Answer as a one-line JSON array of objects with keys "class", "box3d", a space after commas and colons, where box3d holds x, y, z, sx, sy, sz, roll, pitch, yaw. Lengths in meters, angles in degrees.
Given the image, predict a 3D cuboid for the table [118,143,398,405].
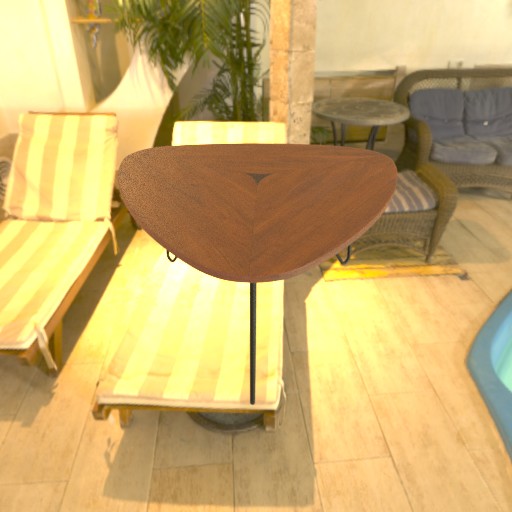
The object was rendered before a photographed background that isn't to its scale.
[{"class": "table", "box3d": [0.000, 0.000, 1.273, 0.833, 0.413, 0.821, 1, 31, 1]}]
